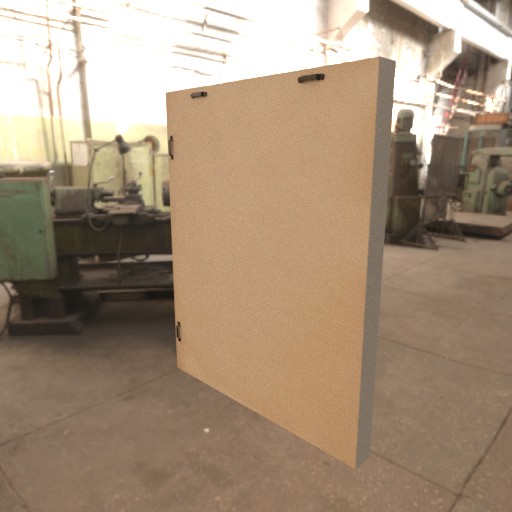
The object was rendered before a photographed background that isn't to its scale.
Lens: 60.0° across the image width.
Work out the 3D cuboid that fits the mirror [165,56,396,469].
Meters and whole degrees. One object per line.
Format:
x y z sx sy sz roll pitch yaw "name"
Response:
0.000 0.000 0.680 0.041 0.509 0.406 -13 18 -43 "mirror"
